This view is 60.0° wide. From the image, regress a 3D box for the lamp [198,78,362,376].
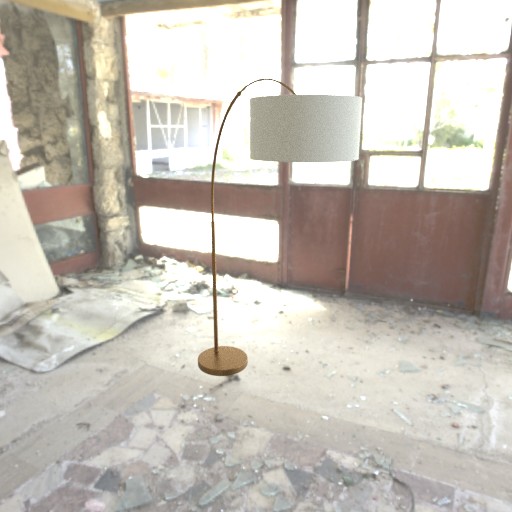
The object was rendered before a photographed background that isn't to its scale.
[{"bbox_3d":[0.000,0.000,2.594,0.493,1.927,1.434,-8,18,-27],"label":"lamp"}]
